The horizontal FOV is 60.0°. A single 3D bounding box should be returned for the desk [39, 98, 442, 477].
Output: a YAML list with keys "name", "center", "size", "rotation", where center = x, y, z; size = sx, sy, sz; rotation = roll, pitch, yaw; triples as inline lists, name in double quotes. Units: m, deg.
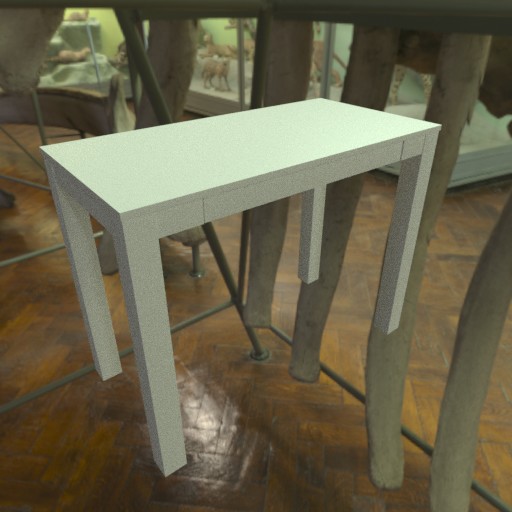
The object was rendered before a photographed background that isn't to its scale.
- name: "desk"
  center: [0.000, 0.000, 1.396]
  size: [0.990, 0.762, 0.497]
  rotation: [-22, 37, -32]
